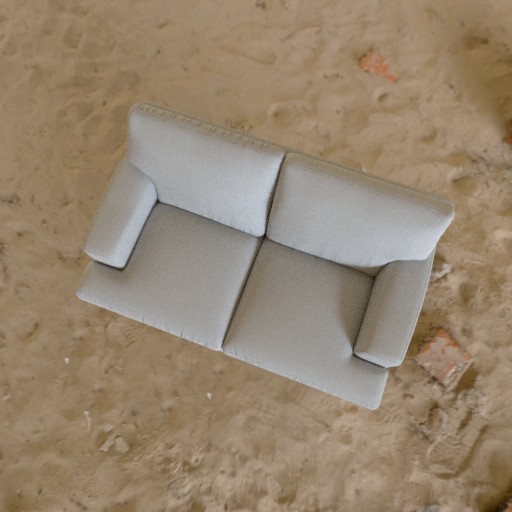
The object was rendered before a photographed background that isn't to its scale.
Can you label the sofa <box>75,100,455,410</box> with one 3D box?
[{"bbox_3d":[0.000,0.000,2.544,1.880,0.940,1.143,19,74,6],"label":"sofa"}]
